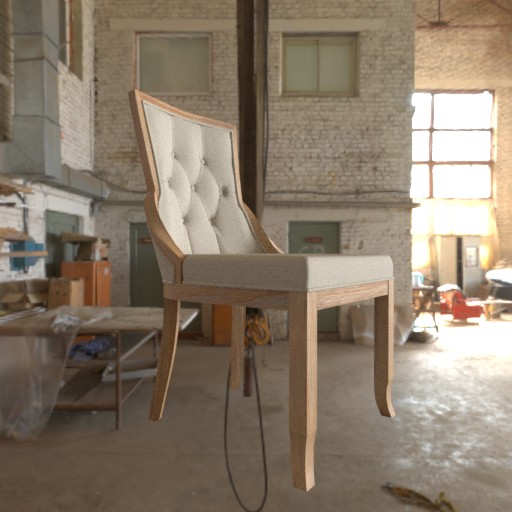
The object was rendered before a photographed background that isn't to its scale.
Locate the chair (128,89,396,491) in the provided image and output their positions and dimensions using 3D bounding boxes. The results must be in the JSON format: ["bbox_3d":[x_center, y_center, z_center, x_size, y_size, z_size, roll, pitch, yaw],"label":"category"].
[{"bbox_3d":[0.000,0.000,1.287,0.641,0.947,0.524,0,1,36],"label":"chair"}]
